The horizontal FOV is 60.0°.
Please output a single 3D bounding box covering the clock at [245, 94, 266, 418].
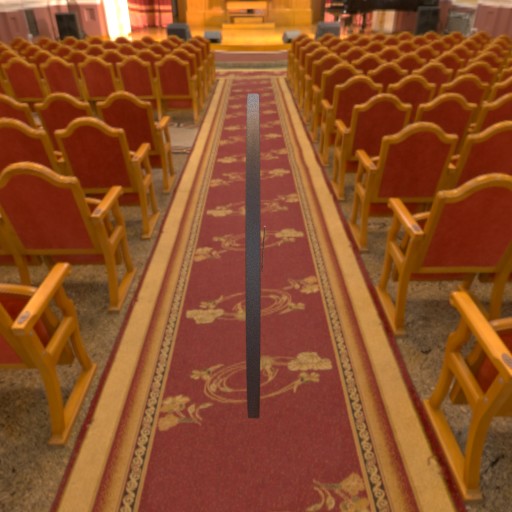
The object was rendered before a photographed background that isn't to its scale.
[{"bbox_3d":[0.000,0.000,0.866,0.029,0.595,0.595,0,32,0],"label":"clock"}]
